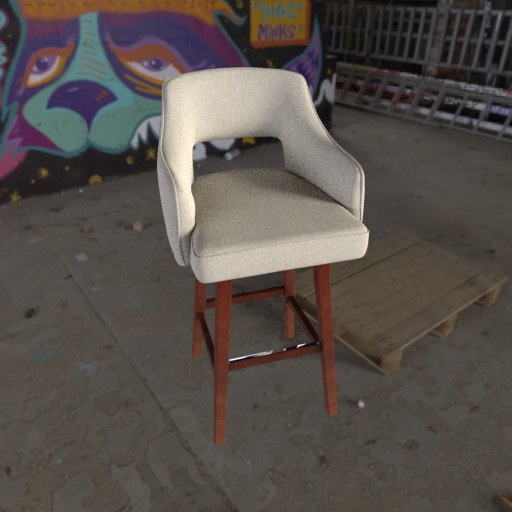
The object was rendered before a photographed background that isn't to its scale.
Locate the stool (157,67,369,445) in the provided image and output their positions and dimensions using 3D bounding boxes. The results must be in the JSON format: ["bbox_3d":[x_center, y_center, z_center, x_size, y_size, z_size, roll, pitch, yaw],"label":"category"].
[{"bbox_3d":[0.000,0.000,1.407,0.550,1.041,0.560,-9,32,-14],"label":"stool"}]
